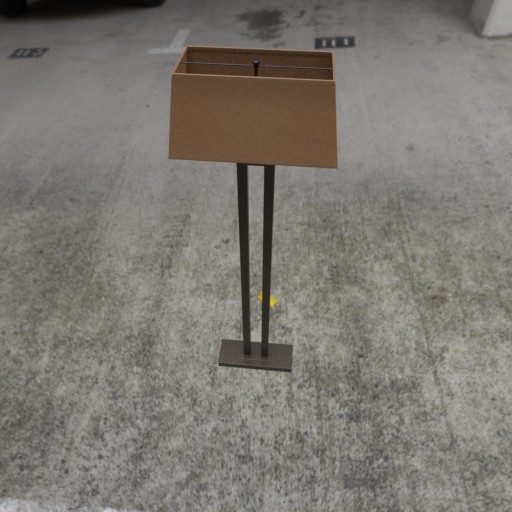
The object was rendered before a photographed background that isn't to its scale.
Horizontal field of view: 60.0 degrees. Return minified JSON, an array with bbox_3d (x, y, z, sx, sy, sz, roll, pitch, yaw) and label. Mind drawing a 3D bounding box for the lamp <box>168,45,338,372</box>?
[{"bbox_3d":[0.000,0.000,1.677,0.475,1.469,0.233,4,47,4],"label":"lamp"}]
